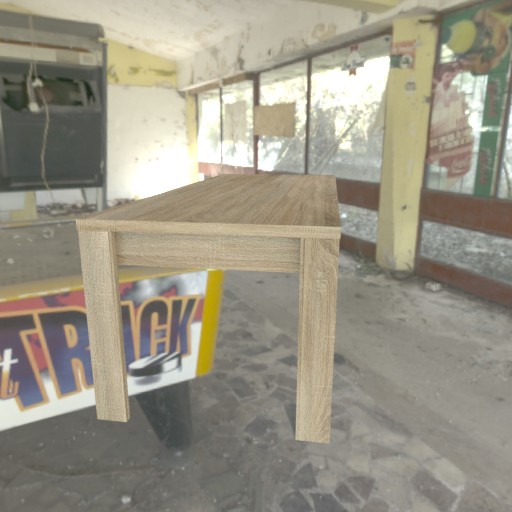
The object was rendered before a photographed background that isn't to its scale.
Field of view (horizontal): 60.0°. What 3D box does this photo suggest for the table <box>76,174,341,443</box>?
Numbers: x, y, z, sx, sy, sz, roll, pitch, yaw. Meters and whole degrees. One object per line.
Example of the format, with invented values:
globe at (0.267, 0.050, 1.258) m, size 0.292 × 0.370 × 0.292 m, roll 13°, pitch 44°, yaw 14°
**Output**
table at (0.000, 0.000, 2.607) m, size 0.900 × 0.790 × 2.200 m, roll 2°, pitch 15°, yaw 9°
